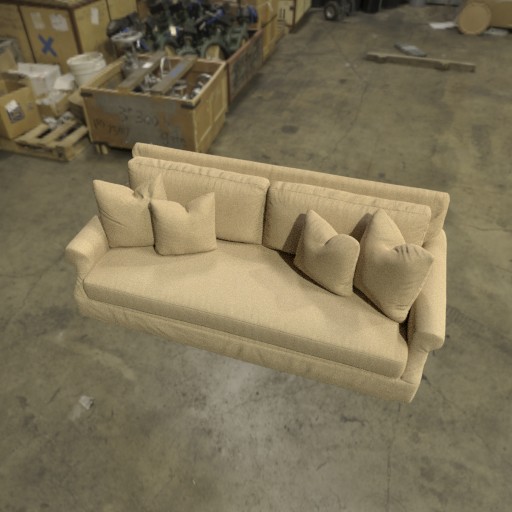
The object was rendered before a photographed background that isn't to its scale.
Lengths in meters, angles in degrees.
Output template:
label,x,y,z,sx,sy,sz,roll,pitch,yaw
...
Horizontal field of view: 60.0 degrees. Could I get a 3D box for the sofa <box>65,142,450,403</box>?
label,x,y,z,sx,sy,sz,roll,pitch,yaw
sofa,0.000,0.000,2.836,2.285,0.904,1.067,12,43,13
